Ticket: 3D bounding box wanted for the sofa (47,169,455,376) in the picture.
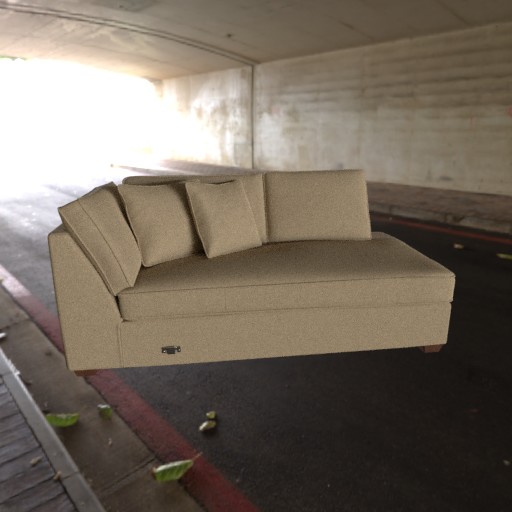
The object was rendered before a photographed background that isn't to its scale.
[{"bbox_3d":[0.000,0.000,2.894,2.237,1.033,1.110,-2,17,-8],"label":"sofa"}]
